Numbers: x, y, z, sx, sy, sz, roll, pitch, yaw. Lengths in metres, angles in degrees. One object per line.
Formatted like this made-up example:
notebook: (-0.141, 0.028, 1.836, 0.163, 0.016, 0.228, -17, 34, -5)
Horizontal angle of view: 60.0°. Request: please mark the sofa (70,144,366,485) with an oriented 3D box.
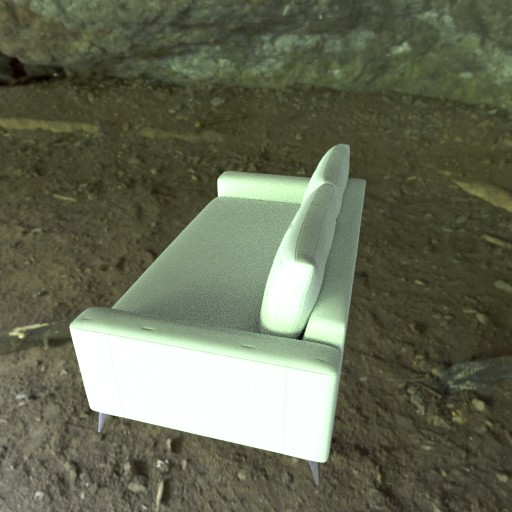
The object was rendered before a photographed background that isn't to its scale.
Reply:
sofa: (0.000, 0.000, 2.108, 0.920, 0.790, 1.650, 7, 30, 13)
